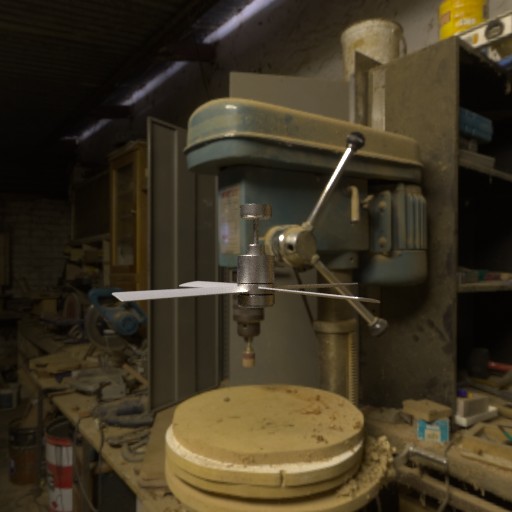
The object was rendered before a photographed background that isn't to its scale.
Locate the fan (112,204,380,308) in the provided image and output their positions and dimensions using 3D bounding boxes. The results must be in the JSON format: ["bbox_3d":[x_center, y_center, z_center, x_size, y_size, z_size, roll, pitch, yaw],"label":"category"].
[{"bbox_3d":[0.000,0.000,2.383,1.525,0.539,1.525,0,0,-37],"label":"fan"}]
